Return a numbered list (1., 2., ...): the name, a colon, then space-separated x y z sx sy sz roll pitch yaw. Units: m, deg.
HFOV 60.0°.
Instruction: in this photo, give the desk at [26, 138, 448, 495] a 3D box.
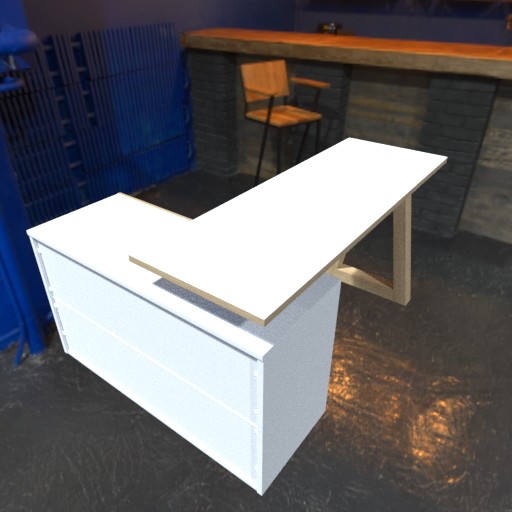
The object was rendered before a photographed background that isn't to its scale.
1. desk: 0.000 0.000 1.989 1.098 0.755 1.404 21 38 31
